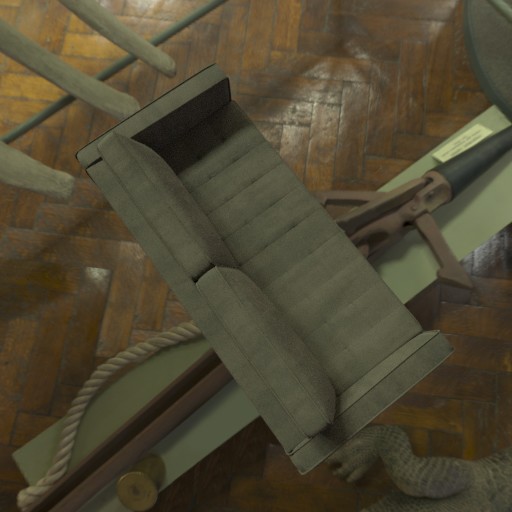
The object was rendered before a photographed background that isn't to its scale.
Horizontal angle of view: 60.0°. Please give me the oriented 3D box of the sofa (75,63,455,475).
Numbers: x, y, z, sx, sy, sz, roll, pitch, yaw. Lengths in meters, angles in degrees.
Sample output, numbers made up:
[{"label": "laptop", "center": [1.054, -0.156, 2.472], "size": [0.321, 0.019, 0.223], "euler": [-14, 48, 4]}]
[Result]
[{"label": "sofa", "center": [0.000, 0.000, 2.337], "size": [0.924, 0.825, 1.920], "euler": [-36, 79, -8]}]
